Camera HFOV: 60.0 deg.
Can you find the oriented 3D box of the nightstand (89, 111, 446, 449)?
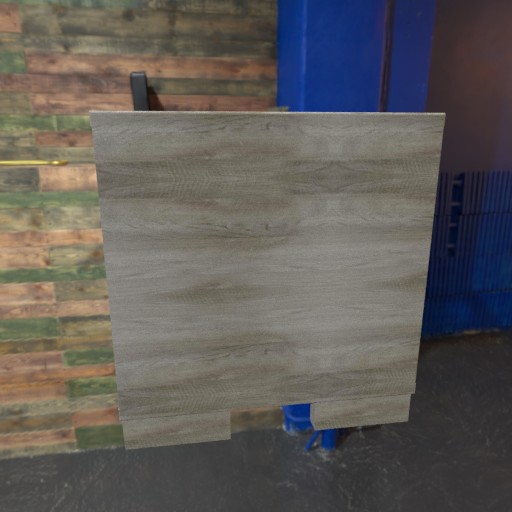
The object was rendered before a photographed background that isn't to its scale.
[{"bbox_3d":[0.000,0.000,0.745,0.427,0.448,0.347,-2,16,-8],"label":"nightstand"}]
